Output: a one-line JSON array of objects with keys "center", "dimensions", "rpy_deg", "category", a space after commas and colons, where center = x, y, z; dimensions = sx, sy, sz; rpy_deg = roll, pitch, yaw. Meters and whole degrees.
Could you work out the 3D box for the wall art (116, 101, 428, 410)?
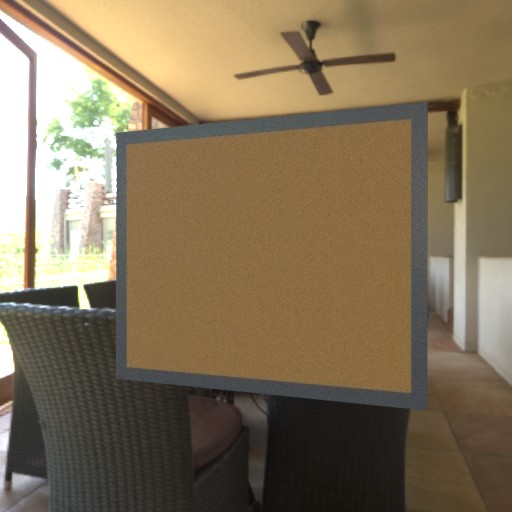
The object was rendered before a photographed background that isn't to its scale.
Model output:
[{"center": [0.000, 0.000, 0.914], "dimensions": [0.660, 0.558, 0.026], "rpy_deg": [0, 0, 18], "category": "wall art"}]
